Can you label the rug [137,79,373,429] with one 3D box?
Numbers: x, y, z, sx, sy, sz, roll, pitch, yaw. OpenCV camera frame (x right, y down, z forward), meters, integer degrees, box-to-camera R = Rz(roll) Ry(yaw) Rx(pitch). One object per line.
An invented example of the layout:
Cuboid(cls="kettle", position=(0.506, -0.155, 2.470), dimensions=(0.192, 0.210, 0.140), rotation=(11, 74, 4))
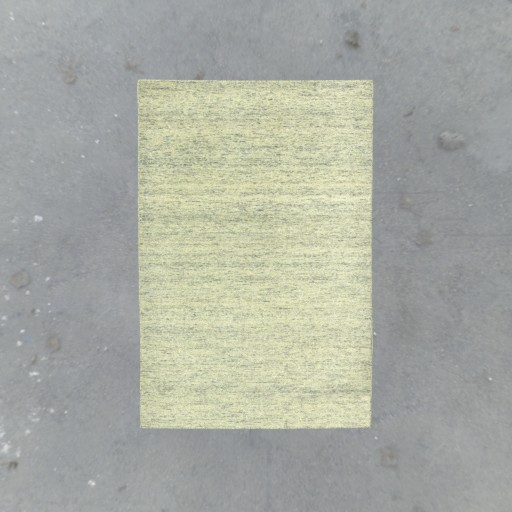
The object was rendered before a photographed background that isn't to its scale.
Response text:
Cuboid(cls="rug", position=(0.000, 0.000, 2.347), dimensions=(1.243, 0.014, 1.846), rotation=(0, 91, 0))
